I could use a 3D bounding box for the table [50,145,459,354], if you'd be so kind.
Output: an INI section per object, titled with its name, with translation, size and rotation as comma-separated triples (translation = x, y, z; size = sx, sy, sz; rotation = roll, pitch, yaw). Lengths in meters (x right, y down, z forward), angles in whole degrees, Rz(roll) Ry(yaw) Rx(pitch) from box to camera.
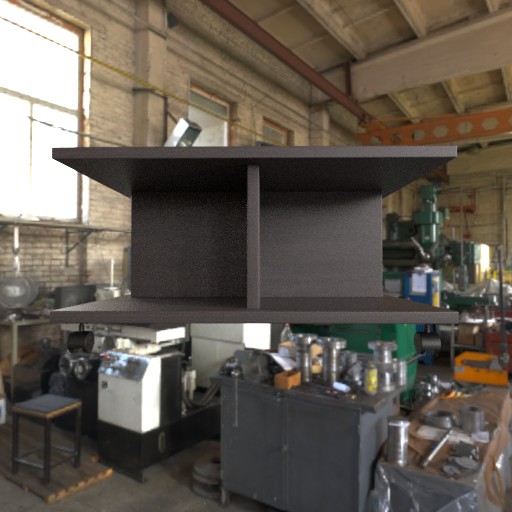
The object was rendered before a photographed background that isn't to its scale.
[table]
translation = 0.000, 0.000, 1.208
size = 0.762, 0.396, 0.762
rotation = 0, -1, 1
